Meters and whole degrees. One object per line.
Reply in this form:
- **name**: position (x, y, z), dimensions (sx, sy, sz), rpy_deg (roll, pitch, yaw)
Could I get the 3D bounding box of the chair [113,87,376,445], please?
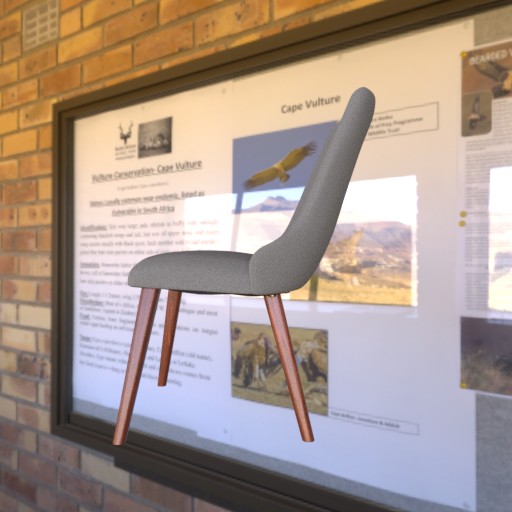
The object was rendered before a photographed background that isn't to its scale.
- **chair**: position (0.000, 0.000, 1.338), dimensions (0.707, 0.918, 0.535), rpy_deg (0, 0, 1)
